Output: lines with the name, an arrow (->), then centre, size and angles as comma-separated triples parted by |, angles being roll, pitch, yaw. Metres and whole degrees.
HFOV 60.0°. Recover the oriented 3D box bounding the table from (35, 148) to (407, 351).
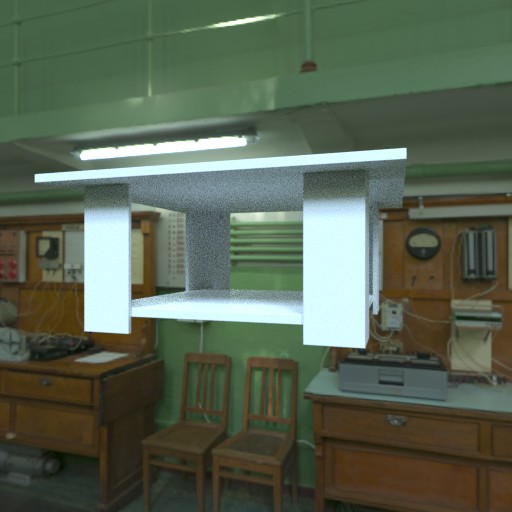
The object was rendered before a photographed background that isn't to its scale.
table -> 0.000, 0.000, 1.060 | 0.670, 0.305, 0.670 | 0, 0, 18
